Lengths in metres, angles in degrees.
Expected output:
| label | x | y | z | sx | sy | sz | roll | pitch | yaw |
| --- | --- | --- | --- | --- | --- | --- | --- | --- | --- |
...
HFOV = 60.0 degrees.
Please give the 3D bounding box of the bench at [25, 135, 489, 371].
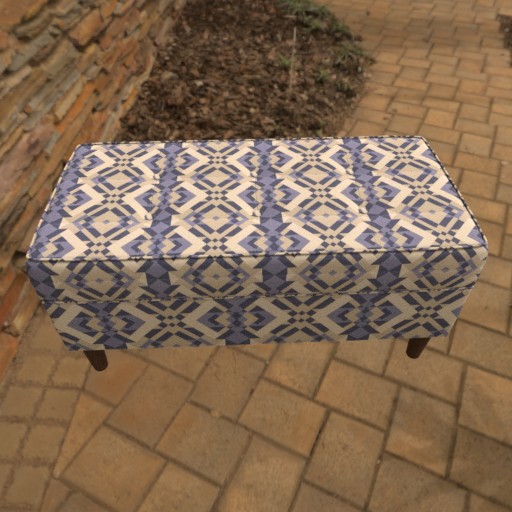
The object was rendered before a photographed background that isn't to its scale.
| label | x | y | z | sx | sy | sz | roll | pitch | yaw |
| --- | --- | --- | --- | --- | --- | --- | --- | --- | --- |
| bench | 0.000 | 0.000 | 1.260 | 1.016 | 0.477 | 0.492 | -2 | 45 | -2 |
